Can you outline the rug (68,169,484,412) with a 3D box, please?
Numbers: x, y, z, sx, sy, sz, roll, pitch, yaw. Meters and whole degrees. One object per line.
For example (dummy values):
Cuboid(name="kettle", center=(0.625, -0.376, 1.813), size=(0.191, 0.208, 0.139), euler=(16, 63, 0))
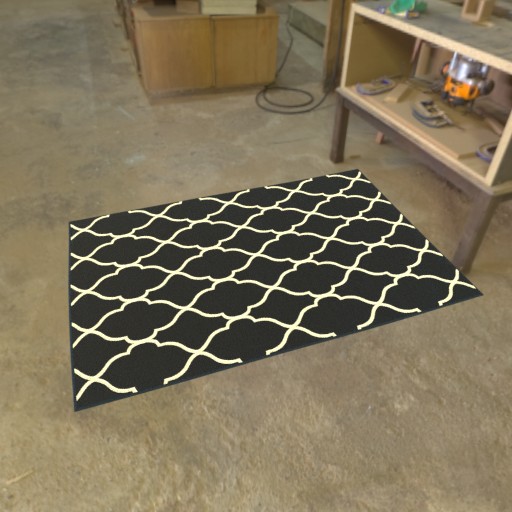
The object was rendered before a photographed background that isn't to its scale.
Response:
Cuboid(name="rug", center=(0.000, 0.000, 2.843), size=(2.294, 0.014, 1.528), euler=(-13, 43, -14))
